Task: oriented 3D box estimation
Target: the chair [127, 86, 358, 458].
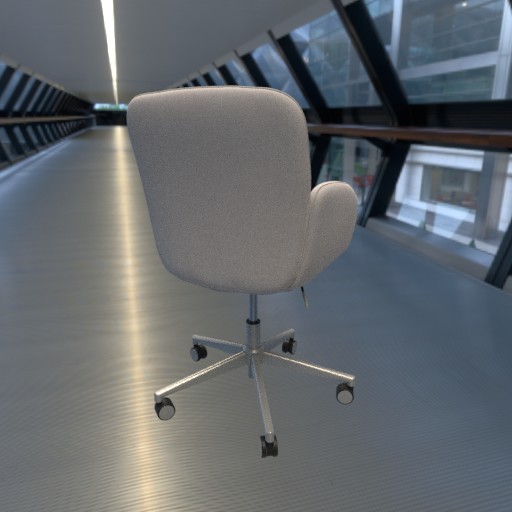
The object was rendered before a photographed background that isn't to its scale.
[{"bbox_3d":[0.000,0.000,1.400,0.648,0.959,0.633,8,18,27],"label":"chair"}]
